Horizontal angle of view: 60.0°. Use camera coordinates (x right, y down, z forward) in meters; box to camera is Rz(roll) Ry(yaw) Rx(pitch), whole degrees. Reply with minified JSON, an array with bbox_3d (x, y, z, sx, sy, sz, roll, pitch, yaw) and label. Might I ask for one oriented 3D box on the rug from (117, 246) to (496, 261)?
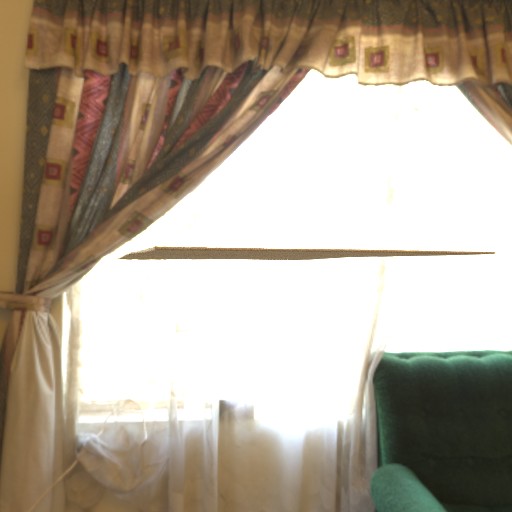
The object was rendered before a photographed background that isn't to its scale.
[{"bbox_3d":[0.000,0.000,2.898,1.624,0.030,2.264,1,-2,-21],"label":"rug"}]
